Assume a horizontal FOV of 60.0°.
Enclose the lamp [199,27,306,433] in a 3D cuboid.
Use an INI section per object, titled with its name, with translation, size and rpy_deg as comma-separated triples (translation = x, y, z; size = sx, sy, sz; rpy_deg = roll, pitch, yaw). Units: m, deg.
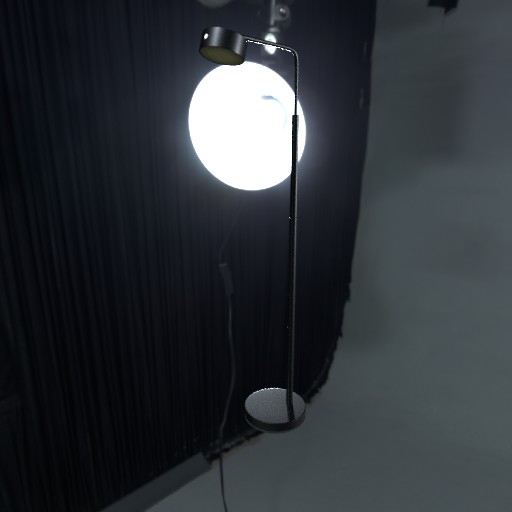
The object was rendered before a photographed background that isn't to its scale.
[lamp]
translation = 0.000, 0.000, 1.383
size = 0.219, 1.230, 0.418
rpy_deg = 14, 21, 42
